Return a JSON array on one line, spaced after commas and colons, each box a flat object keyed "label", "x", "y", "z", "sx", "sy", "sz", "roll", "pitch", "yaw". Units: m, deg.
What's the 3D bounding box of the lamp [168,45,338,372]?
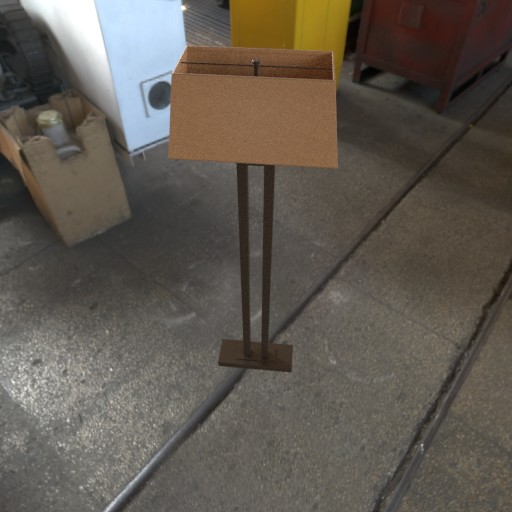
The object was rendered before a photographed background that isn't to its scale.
[{"label": "lamp", "x": 0.000, "y": 0.000, "z": 1.677, "sx": 0.475, "sy": 1.469, "sz": 0.233, "roll": 4, "pitch": 47, "yaw": 4}]
